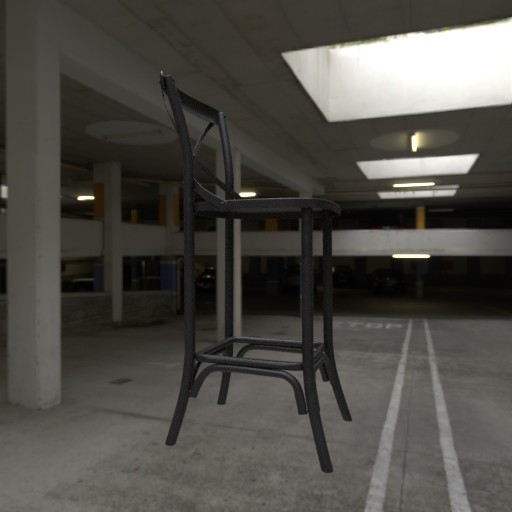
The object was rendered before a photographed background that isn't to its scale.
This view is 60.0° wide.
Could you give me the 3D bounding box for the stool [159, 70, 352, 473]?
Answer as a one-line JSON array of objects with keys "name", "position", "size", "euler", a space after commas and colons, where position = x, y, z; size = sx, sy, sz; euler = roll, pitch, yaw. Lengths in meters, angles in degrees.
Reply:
[{"name": "stool", "position": [0.000, 0.000, 1.479], "size": [0.584, 1.168, 0.457], "euler": [0, 1, 20]}]
